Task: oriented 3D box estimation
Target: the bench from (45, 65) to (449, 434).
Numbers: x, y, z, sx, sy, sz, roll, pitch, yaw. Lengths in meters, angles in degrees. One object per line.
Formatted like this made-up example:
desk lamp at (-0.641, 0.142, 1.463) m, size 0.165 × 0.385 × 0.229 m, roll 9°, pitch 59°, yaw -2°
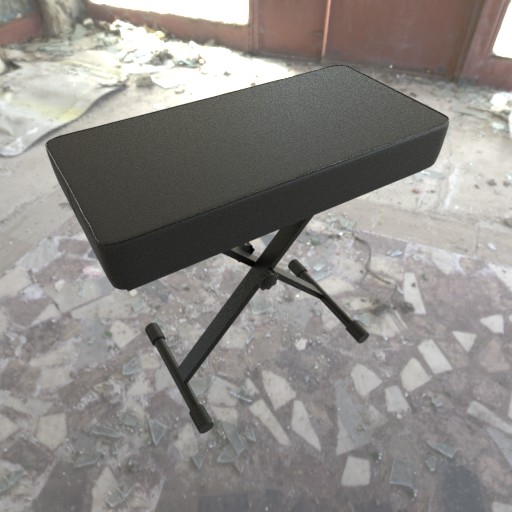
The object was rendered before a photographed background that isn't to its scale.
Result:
bench at (0.000, 0.000, 0.903) m, size 0.600 × 0.561 × 0.300 m, roll -23°, pitch 49°, yaw -22°
